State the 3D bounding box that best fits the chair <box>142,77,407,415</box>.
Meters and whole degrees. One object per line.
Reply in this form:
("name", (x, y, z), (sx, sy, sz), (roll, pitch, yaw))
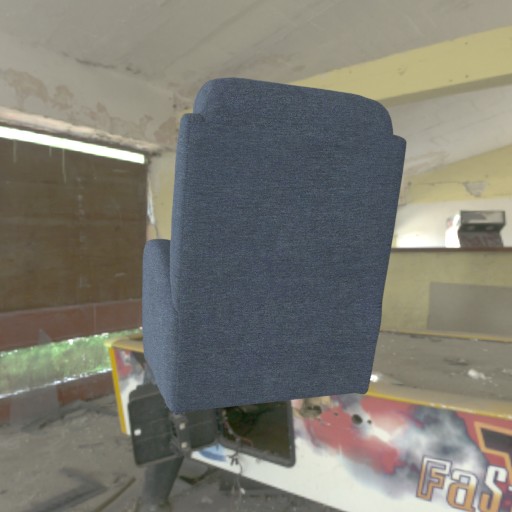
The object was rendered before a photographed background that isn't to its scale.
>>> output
("chair", (0.000, 0.000, 1.714), (0.798, 1.013, 1.043), (0, 0, -18))
